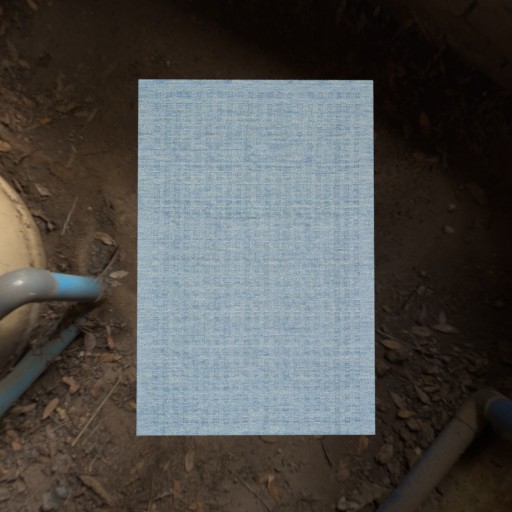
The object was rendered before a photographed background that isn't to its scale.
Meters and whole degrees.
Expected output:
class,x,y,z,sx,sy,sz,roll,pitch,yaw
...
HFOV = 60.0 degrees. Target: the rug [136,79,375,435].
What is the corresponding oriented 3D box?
class,x,y,z,sx,sy,sz,roll,pitch,yaw
rug,0.000,0.000,2.856,1.522,0.006,2.286,0,89,-1
